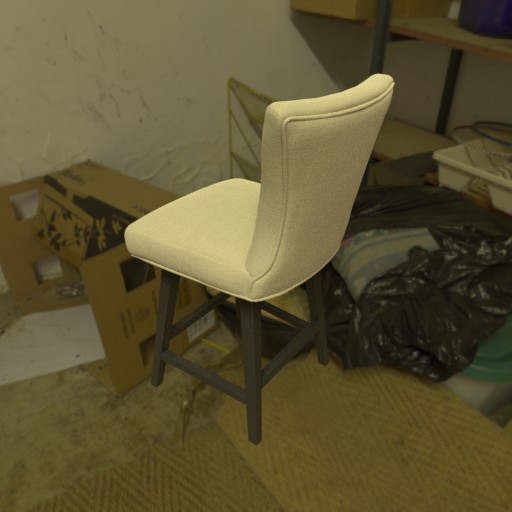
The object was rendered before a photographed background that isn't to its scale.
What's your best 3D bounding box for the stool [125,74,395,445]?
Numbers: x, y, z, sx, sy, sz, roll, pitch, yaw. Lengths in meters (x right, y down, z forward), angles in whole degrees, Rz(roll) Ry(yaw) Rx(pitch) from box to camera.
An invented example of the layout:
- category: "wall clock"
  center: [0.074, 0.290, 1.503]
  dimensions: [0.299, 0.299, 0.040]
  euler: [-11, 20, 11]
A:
- category: "stool"
  center: [0.000, 0.000, 1.320]
  dimensions: [0.574, 1.000, 0.514]
  euler: [21, 36, 31]
